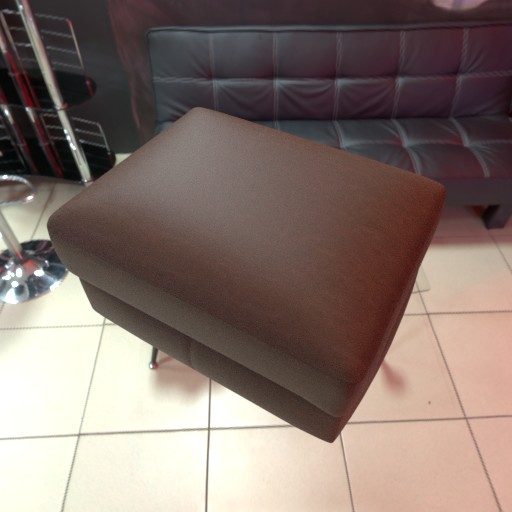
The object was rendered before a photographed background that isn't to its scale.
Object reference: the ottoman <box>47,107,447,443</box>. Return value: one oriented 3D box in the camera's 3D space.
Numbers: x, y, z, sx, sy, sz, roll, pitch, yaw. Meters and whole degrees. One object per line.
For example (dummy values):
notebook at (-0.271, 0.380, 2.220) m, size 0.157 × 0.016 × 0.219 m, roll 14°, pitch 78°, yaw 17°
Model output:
ottoman at (0.000, 0.000, 1.165) m, size 0.787 × 0.508 × 0.635 m, roll 23°, pitch 51°, yaw 20°
